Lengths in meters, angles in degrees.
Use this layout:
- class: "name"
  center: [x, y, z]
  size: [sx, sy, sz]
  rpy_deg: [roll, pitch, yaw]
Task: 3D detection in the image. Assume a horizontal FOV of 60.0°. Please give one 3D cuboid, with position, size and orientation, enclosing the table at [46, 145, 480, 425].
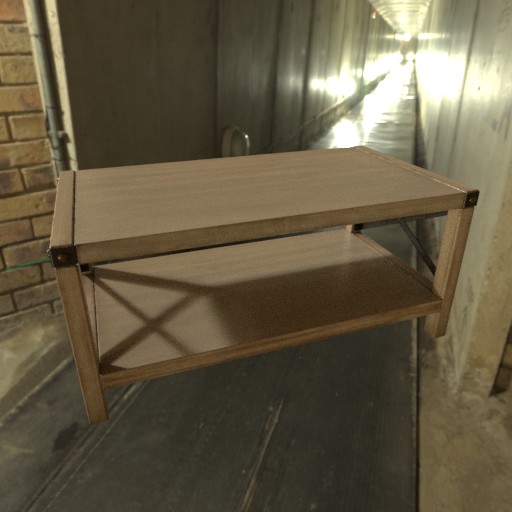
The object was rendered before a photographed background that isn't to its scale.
- class: "table"
  center: [0.000, 0.000, 1.290]
  size: [1.016, 0.456, 0.559]
  rpy_deg: [-9, 28, -18]
